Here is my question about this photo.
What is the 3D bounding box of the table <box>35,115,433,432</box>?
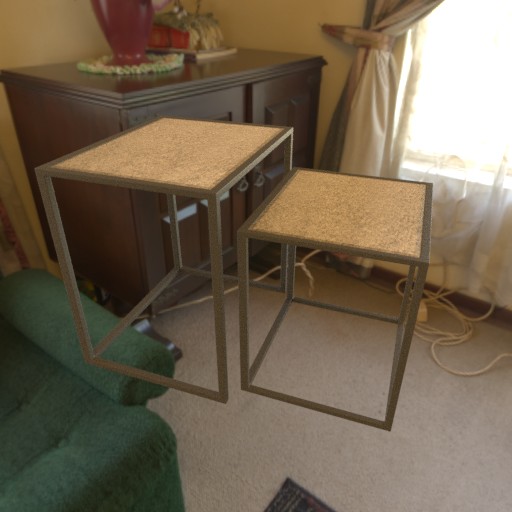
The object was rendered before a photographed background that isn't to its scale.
[{"bbox_3d":[0.000,0.000,1.140,0.788,0.540,0.508,10,32,17],"label":"table"}]
